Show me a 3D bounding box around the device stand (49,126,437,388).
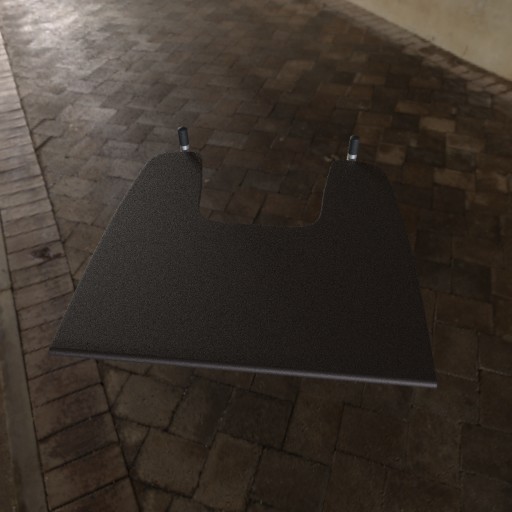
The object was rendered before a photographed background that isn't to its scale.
[{"bbox_3d":[0.000,0.000,0.354,0.230,0.092,0.230,4,46,4],"label":"device stand"}]
